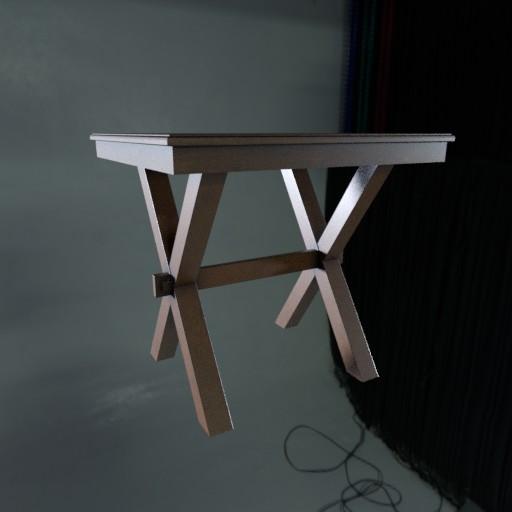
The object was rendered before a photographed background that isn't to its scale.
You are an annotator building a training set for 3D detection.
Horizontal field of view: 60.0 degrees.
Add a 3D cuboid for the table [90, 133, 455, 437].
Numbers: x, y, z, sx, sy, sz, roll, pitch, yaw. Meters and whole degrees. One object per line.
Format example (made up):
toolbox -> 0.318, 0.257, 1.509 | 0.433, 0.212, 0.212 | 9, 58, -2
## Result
table -> 0.000, 0.000, 1.055 | 0.602, 0.562, 0.560 | -9, 18, -29
